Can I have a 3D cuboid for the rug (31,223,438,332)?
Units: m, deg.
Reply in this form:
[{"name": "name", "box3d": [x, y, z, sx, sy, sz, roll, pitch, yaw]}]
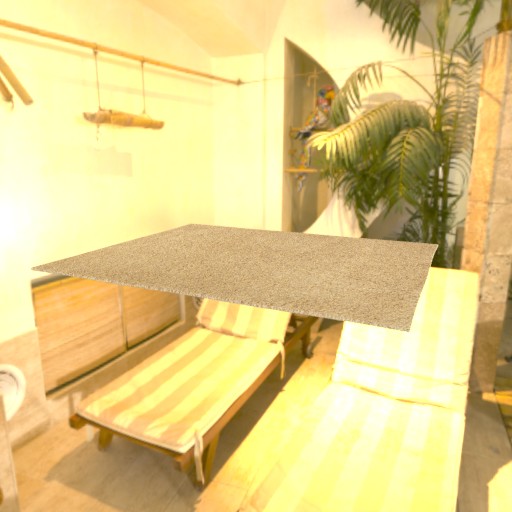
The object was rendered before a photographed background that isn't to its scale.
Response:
[{"name": "rug", "box3d": [0.000, 0.000, 4.108, 3.000, 0.025, 2.400, 6, 15, 24]}]
